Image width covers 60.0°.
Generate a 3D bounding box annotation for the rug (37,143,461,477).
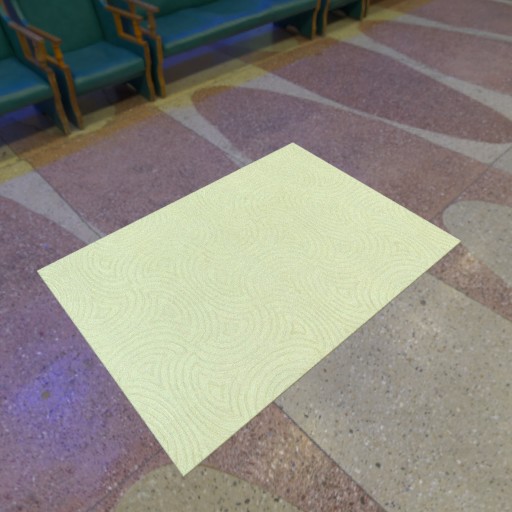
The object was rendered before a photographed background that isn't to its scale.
[{"bbox_3d":[0.000,0.000,2.728,2.132,0.015,1.526,-32,54,-27],"label":"rug"}]
